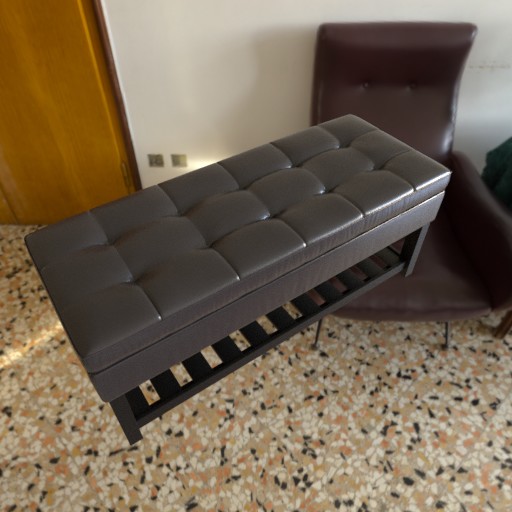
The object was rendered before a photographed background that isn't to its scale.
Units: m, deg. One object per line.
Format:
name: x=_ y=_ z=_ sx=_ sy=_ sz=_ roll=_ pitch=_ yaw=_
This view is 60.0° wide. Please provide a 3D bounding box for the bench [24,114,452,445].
bench: x=0.000 y=0.000 z=1.325 sx=1.105 sy=0.460 sz=0.432 roll=-26 pitch=51 yaw=-24
